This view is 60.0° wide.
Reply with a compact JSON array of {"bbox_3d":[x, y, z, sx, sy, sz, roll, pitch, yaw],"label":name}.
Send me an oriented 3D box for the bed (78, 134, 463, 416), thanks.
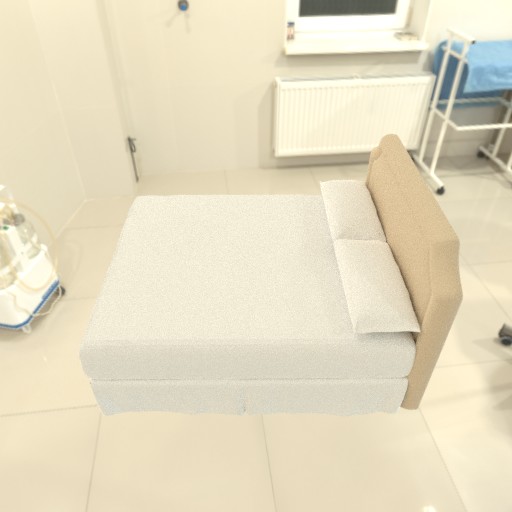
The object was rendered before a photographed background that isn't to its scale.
[{"bbox_3d":[0.000,0.000,3.798,2.548,1.524,2.134,0,40,0],"label":"bed"}]
